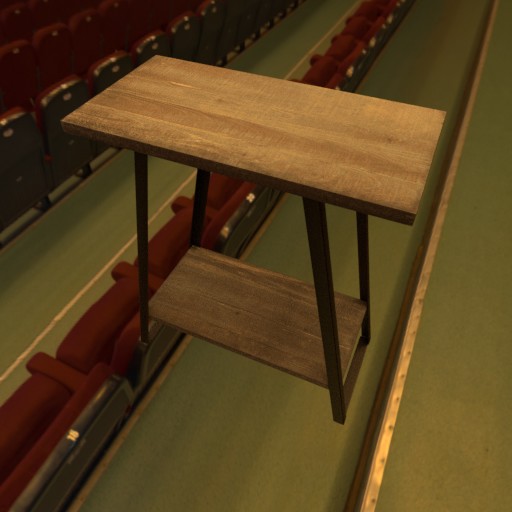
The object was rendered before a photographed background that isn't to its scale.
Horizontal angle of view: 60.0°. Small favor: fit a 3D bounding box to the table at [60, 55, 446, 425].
[{"bbox_3d":[0.000,0.000,1.019,0.599,0.701,0.300,18,49,16],"label":"table"}]
